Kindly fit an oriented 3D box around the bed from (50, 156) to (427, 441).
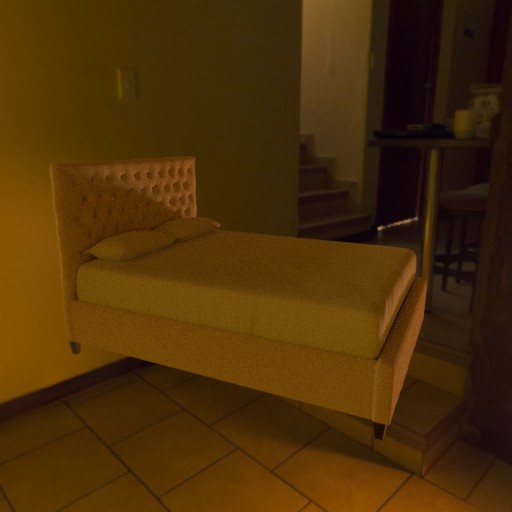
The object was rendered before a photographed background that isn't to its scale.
[{"bbox_3d":[0.000,0.000,3.423,2.387,1.427,1.698,7,16,25],"label":"bed"}]
